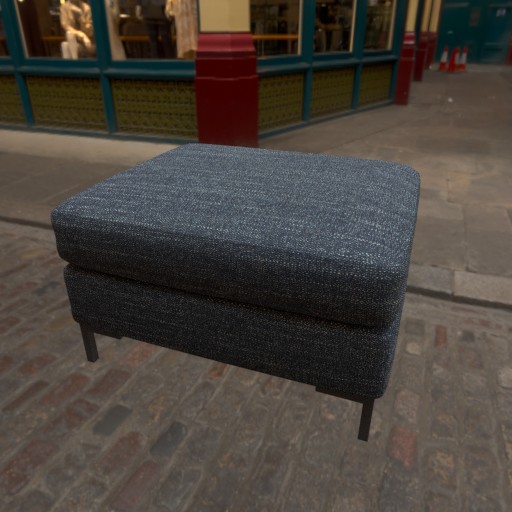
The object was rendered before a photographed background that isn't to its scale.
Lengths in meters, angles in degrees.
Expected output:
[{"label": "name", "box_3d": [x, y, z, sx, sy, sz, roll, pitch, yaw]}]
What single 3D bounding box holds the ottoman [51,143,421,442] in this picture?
[{"label": "ottoman", "box_3d": [0.000, 0.000, 1.245, 0.814, 0.491, 0.667, 10, 29, 18]}]
